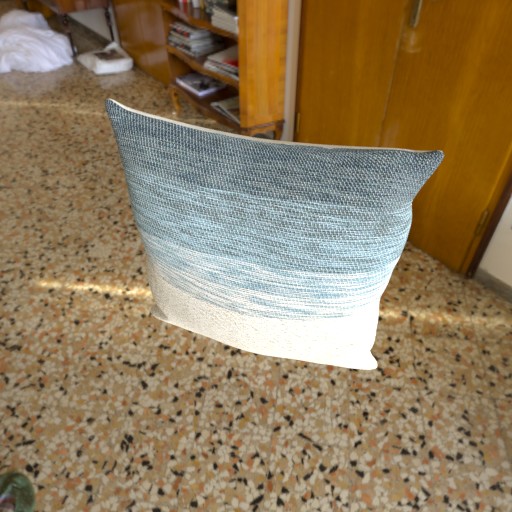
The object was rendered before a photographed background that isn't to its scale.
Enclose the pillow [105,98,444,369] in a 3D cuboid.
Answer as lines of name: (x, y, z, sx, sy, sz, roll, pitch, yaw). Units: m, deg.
pillow: (0.000, 0.000, 0.680, 0.440, 0.441, 0.182, 12, 44, 13)
